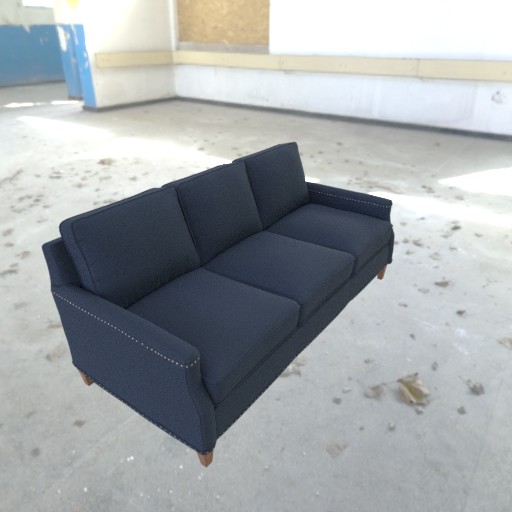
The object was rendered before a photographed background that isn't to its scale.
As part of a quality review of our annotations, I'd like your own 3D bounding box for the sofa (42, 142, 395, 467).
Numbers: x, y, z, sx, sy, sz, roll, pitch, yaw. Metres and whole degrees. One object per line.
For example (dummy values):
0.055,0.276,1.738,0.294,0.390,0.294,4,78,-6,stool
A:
0.000,0.000,2.837,1.084,1.003,2.246,19,33,31,sofa
